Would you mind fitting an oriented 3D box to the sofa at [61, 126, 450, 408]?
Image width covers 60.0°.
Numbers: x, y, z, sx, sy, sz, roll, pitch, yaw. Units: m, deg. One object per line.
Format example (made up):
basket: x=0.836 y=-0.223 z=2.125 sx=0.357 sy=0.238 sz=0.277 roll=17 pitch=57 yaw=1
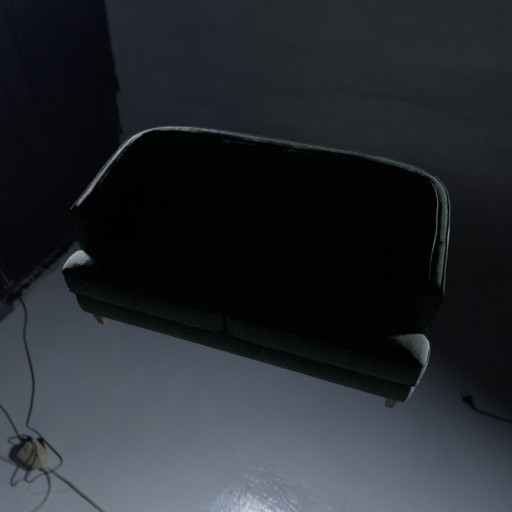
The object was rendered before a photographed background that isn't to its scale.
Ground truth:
sofa: x=0.000 y=0.000 z=2.271 sx=1.733 sy=0.855 sz=0.941 roll=13 pitch=44 yaw=14
